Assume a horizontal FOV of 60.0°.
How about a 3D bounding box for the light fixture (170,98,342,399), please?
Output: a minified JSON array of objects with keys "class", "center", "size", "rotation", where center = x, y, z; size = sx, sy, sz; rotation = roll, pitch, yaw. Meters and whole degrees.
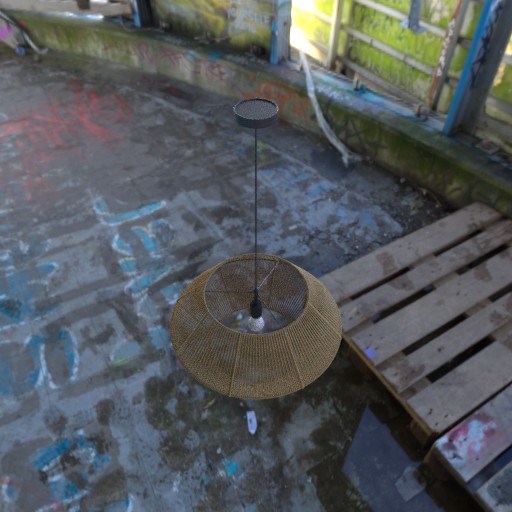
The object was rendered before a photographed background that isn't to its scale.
[{"class":"light fixture","center":[0.000,0.000,1.421],"size":[0.643,1.009,0.643],"rotation":[0,46,0]}]
